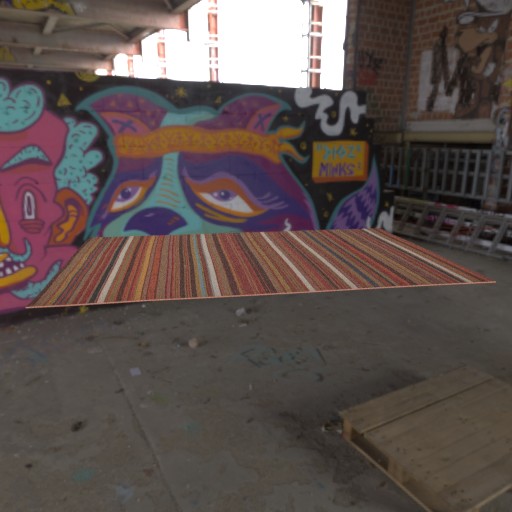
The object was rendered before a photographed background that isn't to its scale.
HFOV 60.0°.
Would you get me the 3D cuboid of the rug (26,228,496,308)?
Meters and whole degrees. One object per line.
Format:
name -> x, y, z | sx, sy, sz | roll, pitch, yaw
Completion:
rug -> 0.000, 0.000, 2.978 | 2.438, 0.008, 1.523 | -2, 15, -9
